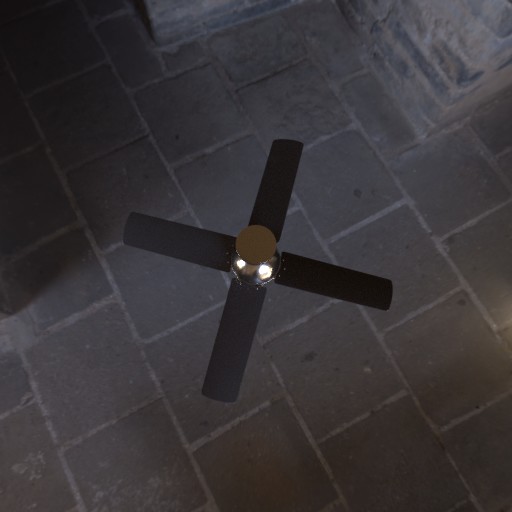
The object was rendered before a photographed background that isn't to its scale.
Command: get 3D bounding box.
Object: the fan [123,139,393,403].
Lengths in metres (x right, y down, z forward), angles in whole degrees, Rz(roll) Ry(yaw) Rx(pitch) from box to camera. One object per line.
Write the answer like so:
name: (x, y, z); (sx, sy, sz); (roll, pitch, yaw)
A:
fan: (0.000, 0.000, 2.040); (1.332, 0.403, 1.332); (14, 77, 4)
